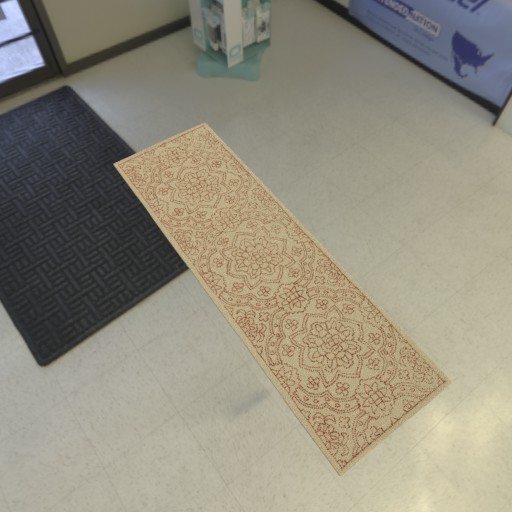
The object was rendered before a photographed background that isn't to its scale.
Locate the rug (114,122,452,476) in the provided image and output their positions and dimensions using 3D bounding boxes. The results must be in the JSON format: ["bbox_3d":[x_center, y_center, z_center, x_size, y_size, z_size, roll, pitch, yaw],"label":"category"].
[{"bbox_3d":[0.000,0.000,2.717,0.769,0.012,2.448,-30,62,-18],"label":"rug"}]
